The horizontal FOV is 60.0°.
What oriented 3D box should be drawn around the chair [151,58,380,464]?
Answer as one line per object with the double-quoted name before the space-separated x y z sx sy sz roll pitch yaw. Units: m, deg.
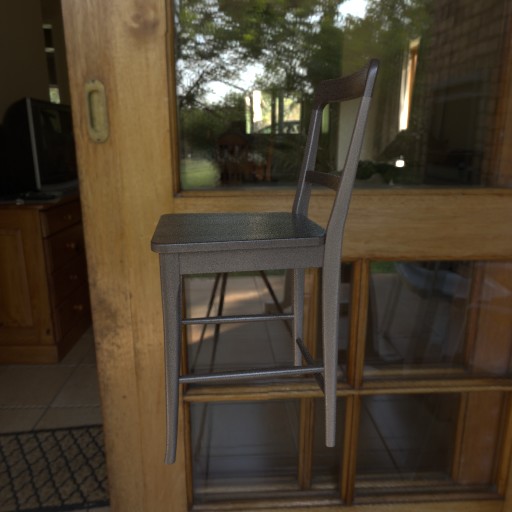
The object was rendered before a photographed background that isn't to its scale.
"chair" 0.000 0.000 1.262 0.546 0.991 0.450 -2 15 -8
